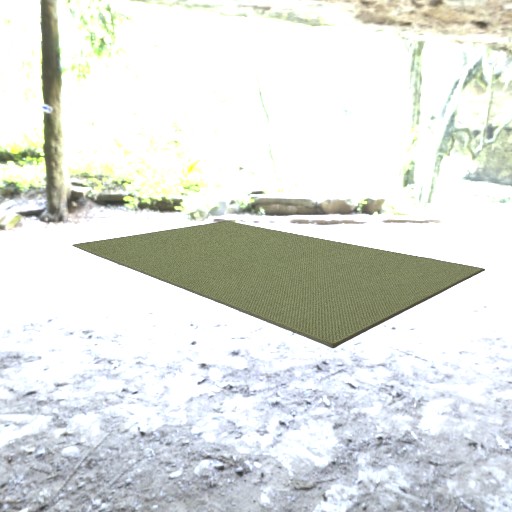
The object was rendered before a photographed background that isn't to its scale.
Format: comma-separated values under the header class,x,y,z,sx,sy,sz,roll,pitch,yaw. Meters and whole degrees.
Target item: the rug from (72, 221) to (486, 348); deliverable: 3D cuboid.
class,x,y,z,sx,sy,sz,roll,pitch,yaw
rug,0.000,0.000,2.083,1.067,0.013,1.676,-13,19,-42
